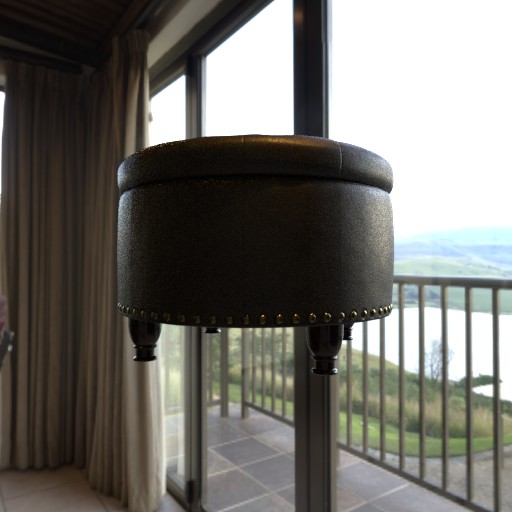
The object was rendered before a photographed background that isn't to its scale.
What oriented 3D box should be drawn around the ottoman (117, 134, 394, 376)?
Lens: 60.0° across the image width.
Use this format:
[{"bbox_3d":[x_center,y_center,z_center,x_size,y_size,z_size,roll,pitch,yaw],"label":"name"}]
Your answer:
[{"bbox_3d":[0.000,0.000,1.068,0.637,0.442,0.637,0,-1,0],"label":"ottoman"}]
